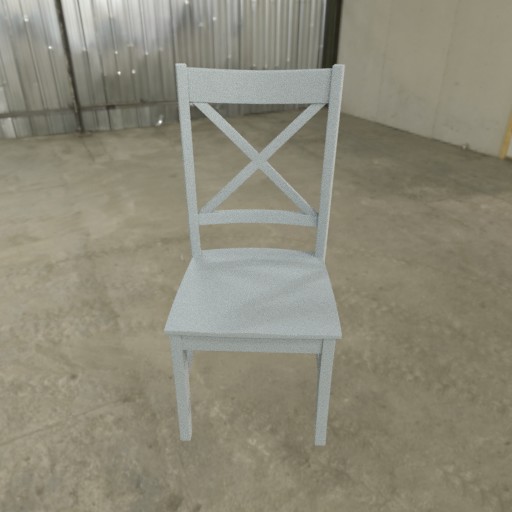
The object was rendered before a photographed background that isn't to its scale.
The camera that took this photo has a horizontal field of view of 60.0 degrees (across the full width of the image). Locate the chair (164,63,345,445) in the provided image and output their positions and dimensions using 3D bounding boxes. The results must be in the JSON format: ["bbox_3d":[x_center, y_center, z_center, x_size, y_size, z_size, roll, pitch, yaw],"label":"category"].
[{"bbox_3d":[0.000,0.000,1.298,0.485,0.983,0.542,1,30,2],"label":"chair"}]
